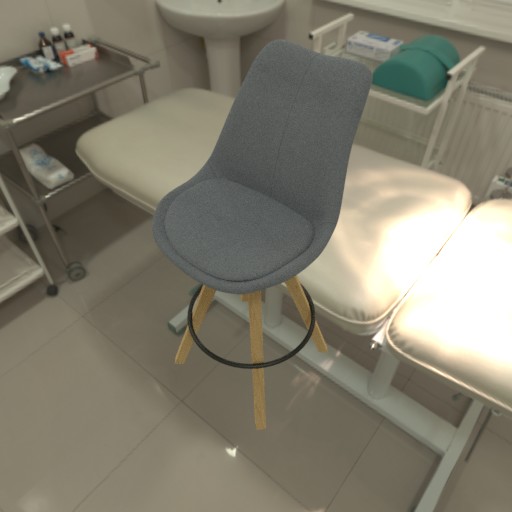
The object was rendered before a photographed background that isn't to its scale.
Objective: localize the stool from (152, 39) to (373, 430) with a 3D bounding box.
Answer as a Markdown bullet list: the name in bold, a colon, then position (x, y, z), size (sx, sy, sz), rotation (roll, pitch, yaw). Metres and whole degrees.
- **stool**: position (0.000, 0.000, 1.398), size (0.485, 1.115, 0.550), rotation (30, 53, 26)
